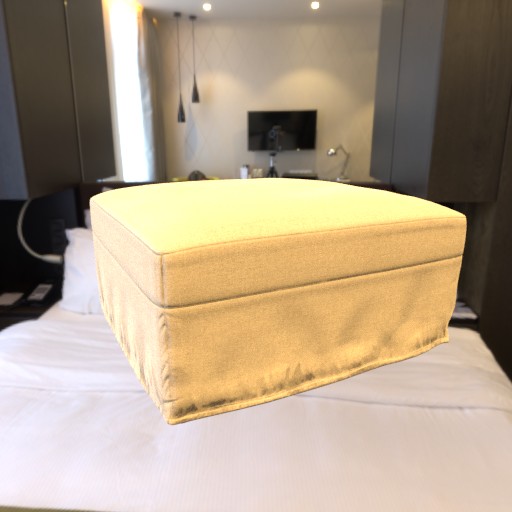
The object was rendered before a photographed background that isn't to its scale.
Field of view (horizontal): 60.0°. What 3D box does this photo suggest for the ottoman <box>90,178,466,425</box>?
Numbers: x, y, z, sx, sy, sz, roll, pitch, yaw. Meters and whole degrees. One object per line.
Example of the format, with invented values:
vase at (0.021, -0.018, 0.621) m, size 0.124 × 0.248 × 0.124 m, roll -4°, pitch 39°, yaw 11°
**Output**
ottoman at (0.000, 0.000, 1.346) m, size 0.840 × 0.436 × 0.843 m, roll -8°, pitch 17°, yaw -27°
